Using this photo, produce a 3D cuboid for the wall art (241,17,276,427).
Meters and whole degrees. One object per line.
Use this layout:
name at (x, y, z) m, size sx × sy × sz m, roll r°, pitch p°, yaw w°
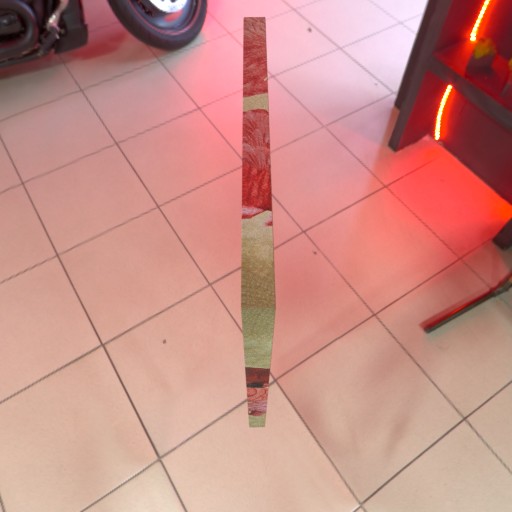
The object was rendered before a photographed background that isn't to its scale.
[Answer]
wall art at (0.000, 0.000, 0.677) m, size 0.028 × 0.508 × 0.406 m, roll 0°, pitch 59°, yaw 0°
